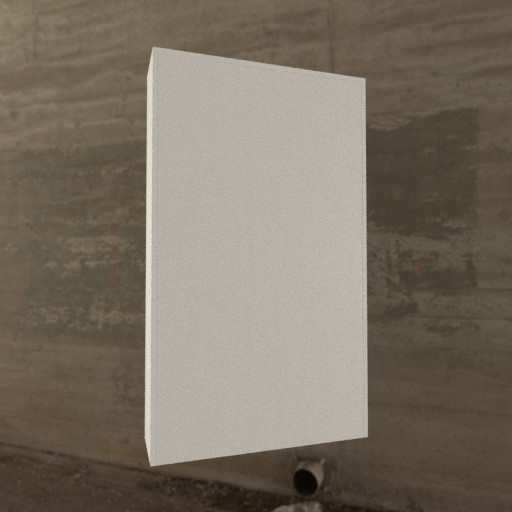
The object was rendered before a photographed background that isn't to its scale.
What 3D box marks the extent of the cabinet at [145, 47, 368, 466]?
[{"bbox_3d":[0.000,0.000,1.585,0.750,1.280,0.250,0,-1,-18],"label":"cabinet"}]
